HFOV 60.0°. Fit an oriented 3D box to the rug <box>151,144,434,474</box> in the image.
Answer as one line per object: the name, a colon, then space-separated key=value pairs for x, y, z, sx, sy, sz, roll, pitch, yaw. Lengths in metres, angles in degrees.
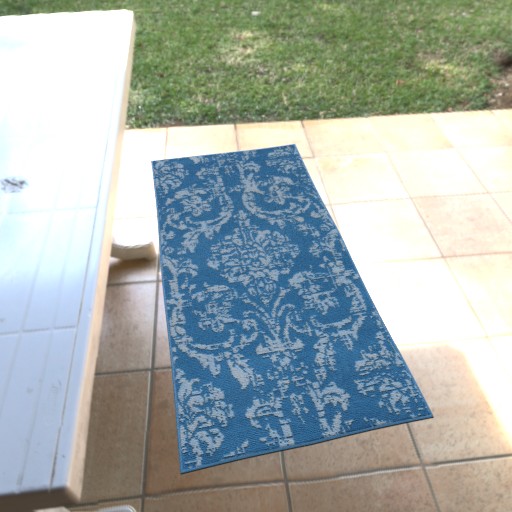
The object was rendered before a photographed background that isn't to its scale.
rug: x=0.000 y=0.000 z=1.422 sx=0.604 sy=0.007 sz=1.219 roll=-9 pitch=47 yaw=-8
